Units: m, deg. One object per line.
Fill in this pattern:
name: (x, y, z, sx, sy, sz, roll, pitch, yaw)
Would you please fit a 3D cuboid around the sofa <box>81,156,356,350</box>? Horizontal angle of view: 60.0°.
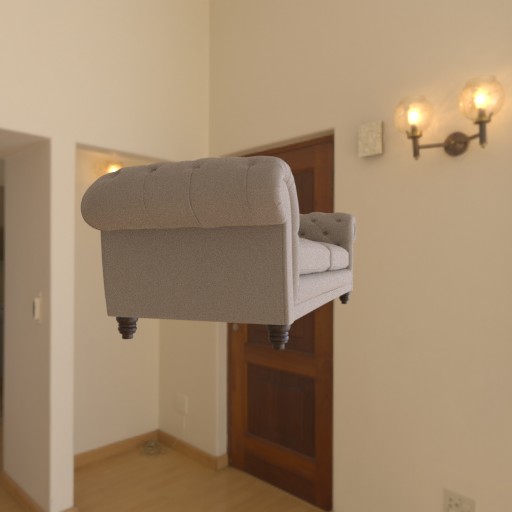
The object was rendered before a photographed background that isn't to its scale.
sofa: (0.000, 0.000, 2.774, 0.991, 0.749, 2.411, 0, -1, 19)
